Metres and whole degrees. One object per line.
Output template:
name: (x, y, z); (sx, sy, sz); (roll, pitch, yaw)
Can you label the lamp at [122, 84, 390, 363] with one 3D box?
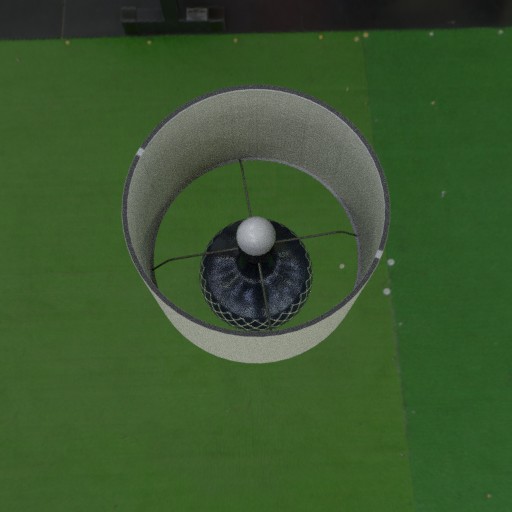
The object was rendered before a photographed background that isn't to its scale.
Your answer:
lamp: (0.000, 0.000, 0.798); (0.376, 0.540, 0.376); (0, 76, 0)
